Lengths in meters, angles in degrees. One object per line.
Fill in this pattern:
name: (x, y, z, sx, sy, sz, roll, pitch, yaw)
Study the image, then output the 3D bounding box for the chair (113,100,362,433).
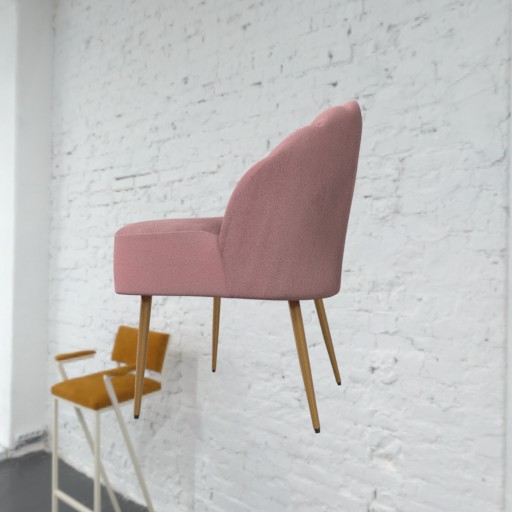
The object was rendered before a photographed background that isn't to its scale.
chair: (0.000, 0.000, 1.283, 0.599, 0.819, 0.657, 0, -1, 17)
